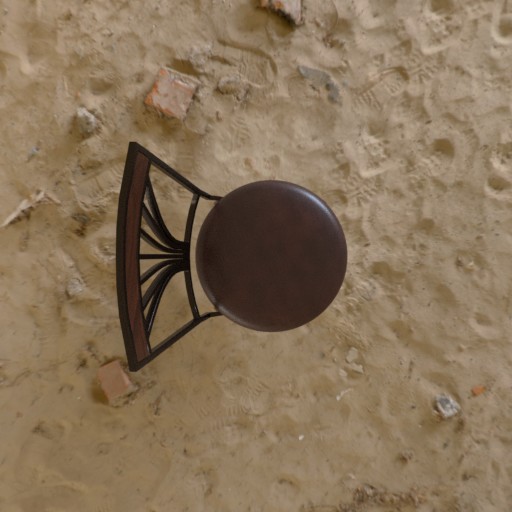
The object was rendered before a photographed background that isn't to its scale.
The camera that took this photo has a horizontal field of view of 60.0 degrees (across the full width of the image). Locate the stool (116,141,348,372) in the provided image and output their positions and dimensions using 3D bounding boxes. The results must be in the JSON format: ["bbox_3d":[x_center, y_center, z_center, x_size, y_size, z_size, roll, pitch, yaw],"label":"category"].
[{"bbox_3d":[0.000,0.000,1.383,0.514,1.117,0.433,0,90,1],"label":"stool"}]
